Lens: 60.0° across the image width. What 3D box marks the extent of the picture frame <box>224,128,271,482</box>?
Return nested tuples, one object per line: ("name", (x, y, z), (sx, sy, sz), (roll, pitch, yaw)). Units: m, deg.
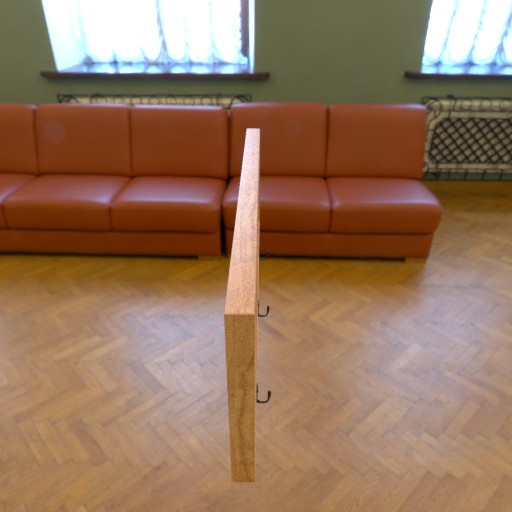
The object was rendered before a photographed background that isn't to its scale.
("picture frame", (0.000, 0.000, 0.679), (0.045, 0.234, 0.582), (0, 31, 1))
